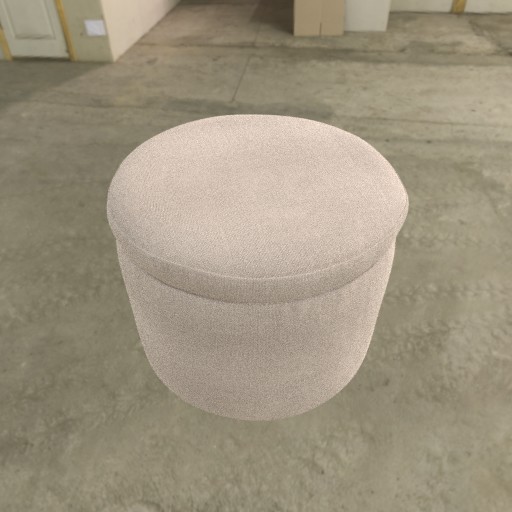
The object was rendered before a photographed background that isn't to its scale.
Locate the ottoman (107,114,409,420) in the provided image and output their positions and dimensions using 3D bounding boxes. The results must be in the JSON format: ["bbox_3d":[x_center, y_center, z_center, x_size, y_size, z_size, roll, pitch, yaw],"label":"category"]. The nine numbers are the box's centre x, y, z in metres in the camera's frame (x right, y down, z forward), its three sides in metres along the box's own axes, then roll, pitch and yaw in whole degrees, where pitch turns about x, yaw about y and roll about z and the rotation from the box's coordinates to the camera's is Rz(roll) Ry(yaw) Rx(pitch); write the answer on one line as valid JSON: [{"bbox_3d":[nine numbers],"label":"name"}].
[{"bbox_3d":[0.000,0.000,0.859,0.497,0.409,0.497,0,41,0],"label":"ottoman"}]
